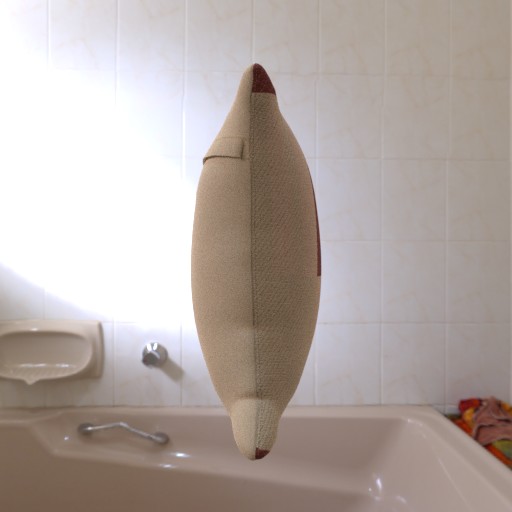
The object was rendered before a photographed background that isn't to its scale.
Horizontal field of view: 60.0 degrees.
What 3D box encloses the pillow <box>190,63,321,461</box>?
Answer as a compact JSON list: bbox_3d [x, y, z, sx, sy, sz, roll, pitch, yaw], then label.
[{"bbox_3d":[0.000,0.000,0.806,0.229,0.506,0.536,0,0,0],"label":"pillow"}]
